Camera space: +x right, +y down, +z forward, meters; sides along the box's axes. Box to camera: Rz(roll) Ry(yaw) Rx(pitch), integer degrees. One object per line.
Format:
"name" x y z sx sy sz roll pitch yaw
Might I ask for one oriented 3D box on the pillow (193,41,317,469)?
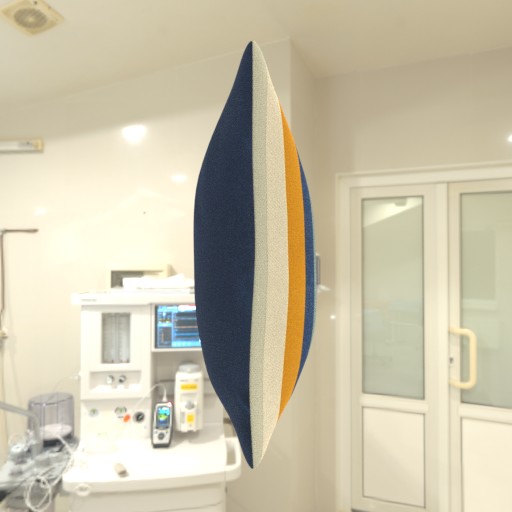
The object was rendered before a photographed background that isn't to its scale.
"pillow" 0.000 0.000 0.697 0.173 0.454 0.463 0 -1 1
